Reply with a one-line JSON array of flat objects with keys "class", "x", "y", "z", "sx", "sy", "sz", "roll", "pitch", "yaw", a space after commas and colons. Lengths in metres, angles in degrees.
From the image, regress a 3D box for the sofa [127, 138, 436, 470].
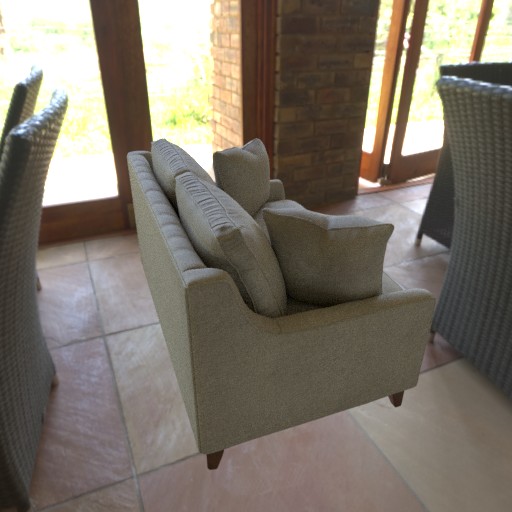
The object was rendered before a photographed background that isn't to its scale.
[{"class": "sofa", "x": 0.000, "y": 0.000, "z": 2.016, "sx": 0.915, "sy": 0.863, "sz": 1.422, "roll": -10, "pitch": 30, "yaw": -18}]
